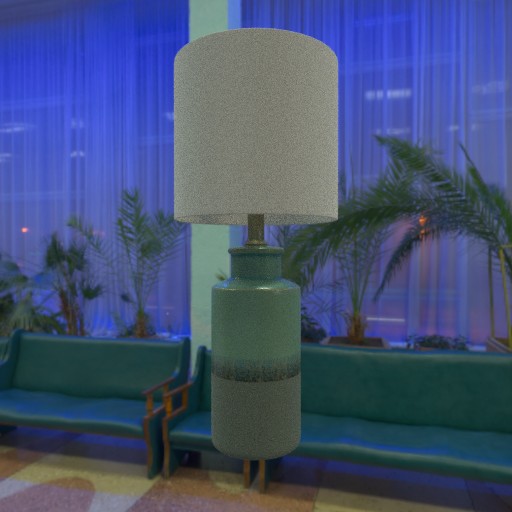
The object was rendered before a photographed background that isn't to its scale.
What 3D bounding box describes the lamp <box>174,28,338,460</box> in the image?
[{"bbox_3d":[0.000,0.000,0.584,0.212,0.493,0.212,0,1,18],"label":"lamp"}]
